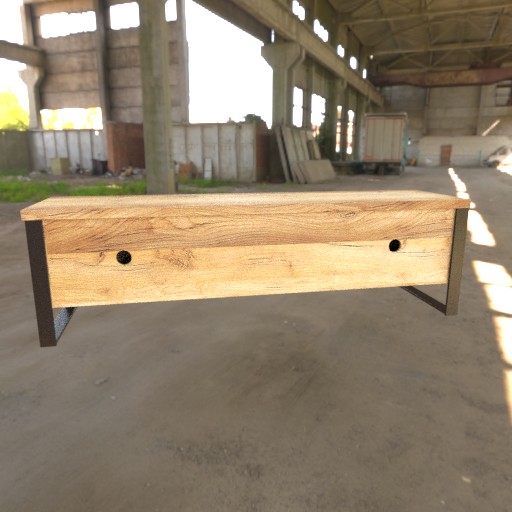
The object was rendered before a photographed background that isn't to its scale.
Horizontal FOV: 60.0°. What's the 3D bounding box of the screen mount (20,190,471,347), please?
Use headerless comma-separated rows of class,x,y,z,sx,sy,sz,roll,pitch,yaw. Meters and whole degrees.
screen mount,0.000,0.000,1.718,1.524,0.450,0.395,-3,14,-11
